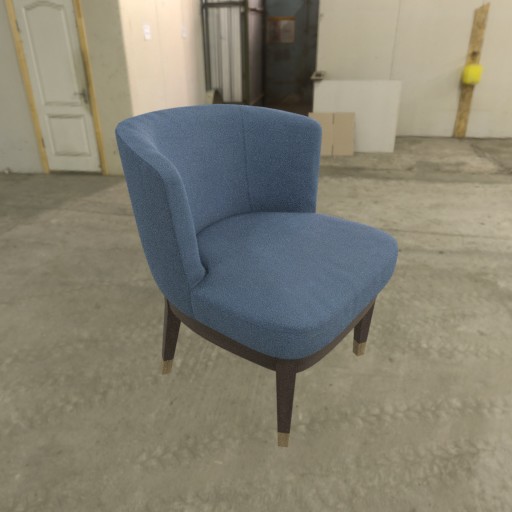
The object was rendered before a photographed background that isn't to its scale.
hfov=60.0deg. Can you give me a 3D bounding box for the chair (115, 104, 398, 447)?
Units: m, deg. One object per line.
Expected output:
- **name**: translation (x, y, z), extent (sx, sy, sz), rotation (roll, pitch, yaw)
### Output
- **chair**: translation (0.000, 0.000, 1.288), extent (0.702, 0.760, 0.661), rotation (19, 33, 32)
